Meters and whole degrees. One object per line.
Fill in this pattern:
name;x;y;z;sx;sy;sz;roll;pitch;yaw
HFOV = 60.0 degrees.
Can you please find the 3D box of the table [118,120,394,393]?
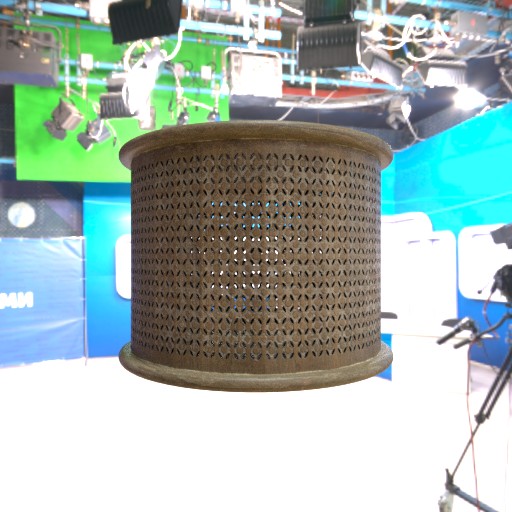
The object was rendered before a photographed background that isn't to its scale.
table;0.000;0.000;1.023;0.607;0.450;0.607;0;0;0
